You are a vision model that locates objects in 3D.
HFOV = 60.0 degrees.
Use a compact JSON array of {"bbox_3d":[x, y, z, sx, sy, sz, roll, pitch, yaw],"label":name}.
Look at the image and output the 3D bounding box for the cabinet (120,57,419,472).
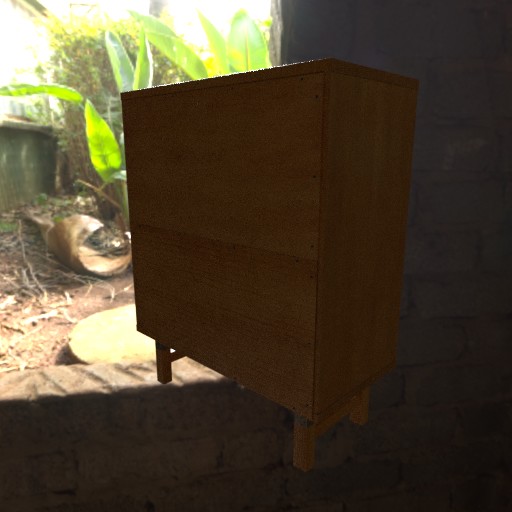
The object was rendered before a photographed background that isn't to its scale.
[{"bbox_3d":[0.000,0.000,1.393,0.800,1.001,0.419,13,19,42],"label":"cabinet"}]
